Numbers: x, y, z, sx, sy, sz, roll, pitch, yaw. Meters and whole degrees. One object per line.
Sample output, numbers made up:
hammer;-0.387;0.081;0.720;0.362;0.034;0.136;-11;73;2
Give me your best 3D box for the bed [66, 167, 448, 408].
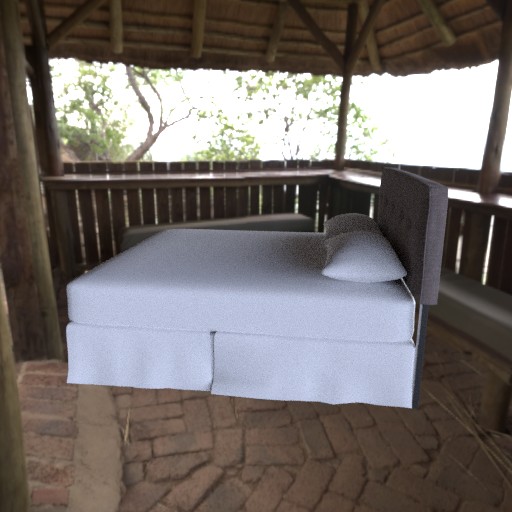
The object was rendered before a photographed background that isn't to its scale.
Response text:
bed;0.000;0.000;2.894;1.894;1.089;1.610;2;15;8
